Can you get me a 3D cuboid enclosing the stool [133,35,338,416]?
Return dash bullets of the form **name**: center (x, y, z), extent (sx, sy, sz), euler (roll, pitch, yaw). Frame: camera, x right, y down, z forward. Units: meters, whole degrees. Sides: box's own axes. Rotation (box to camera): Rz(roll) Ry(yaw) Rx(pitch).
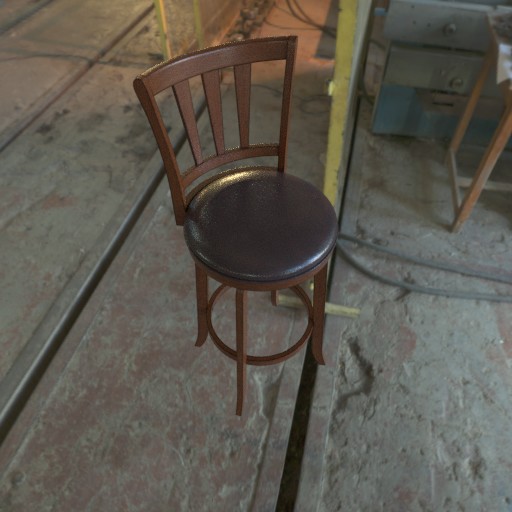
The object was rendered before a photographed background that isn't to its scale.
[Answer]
- **stool**: center (0.000, 0.000, 1.434), extent (0.464, 1.177, 0.503), euler (-25, 53, -21)
